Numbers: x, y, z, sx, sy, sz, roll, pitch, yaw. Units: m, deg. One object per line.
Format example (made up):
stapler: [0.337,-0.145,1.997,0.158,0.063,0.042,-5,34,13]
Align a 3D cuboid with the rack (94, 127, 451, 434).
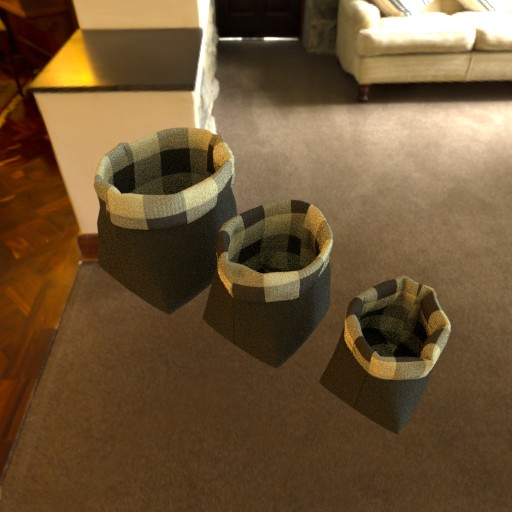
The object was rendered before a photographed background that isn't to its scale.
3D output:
rack: [0.000,0.000,1.038,0.889,0.329,0.370,27,49,27]
